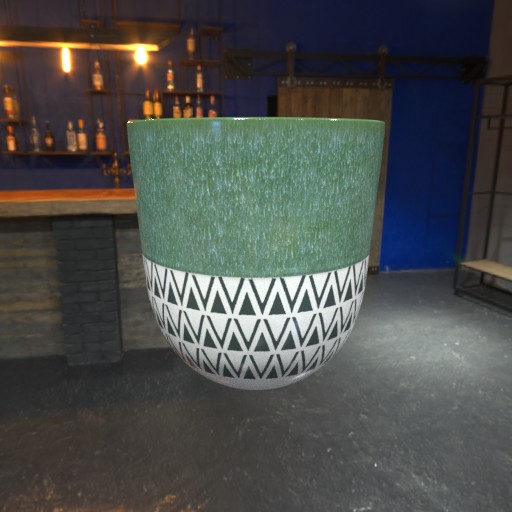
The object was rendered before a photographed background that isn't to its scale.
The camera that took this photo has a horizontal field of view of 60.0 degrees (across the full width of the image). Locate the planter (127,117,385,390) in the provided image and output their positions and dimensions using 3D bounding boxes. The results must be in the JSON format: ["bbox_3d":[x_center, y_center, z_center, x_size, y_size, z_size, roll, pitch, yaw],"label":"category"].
[{"bbox_3d":[0.000,0.000,0.373,0.195,0.214,0.195,0,15,0],"label":"planter"}]
